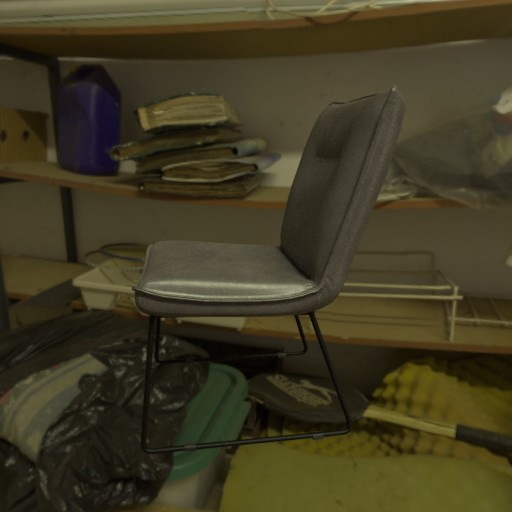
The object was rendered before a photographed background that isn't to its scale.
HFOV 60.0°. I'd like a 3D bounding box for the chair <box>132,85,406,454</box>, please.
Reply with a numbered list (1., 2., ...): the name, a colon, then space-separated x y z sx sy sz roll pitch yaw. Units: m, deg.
1. chair: 0.000 0.000 1.340 0.688 0.932 0.515 -2 14 -8
